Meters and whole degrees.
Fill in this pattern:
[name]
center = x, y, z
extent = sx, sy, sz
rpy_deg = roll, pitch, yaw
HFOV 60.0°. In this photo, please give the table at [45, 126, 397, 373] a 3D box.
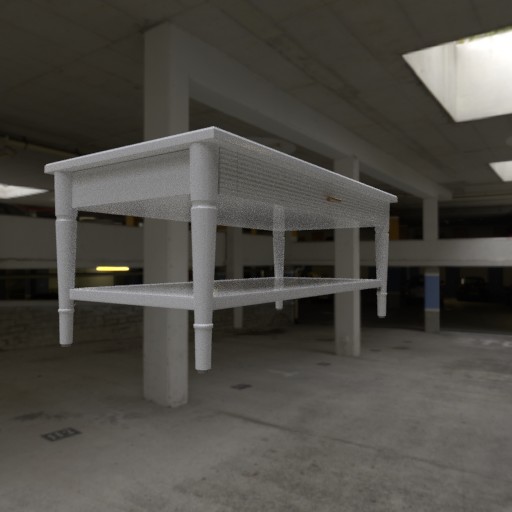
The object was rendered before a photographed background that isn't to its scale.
[table]
center = 0.000, 0.000, 1.395
extent = 0.559, 0.457, 1.067
rpy_deg = 0, -1, 35
